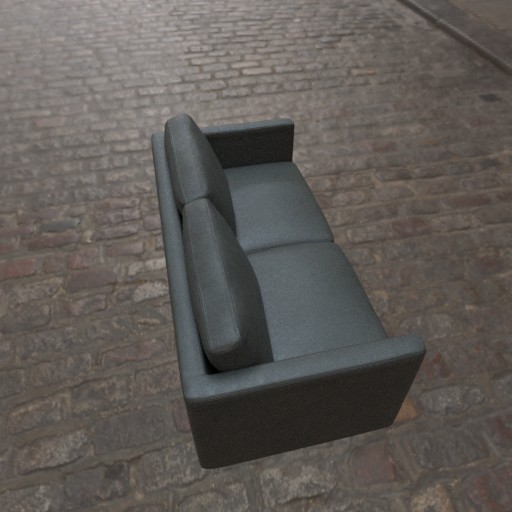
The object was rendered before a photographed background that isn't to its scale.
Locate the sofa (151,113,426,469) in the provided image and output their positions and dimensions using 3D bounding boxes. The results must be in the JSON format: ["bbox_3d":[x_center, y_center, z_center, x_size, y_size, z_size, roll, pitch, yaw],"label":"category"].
[{"bbox_3d":[0.000,0.000,2.426,0.951,0.933,1.883,-9,46,-9],"label":"sofa"}]
